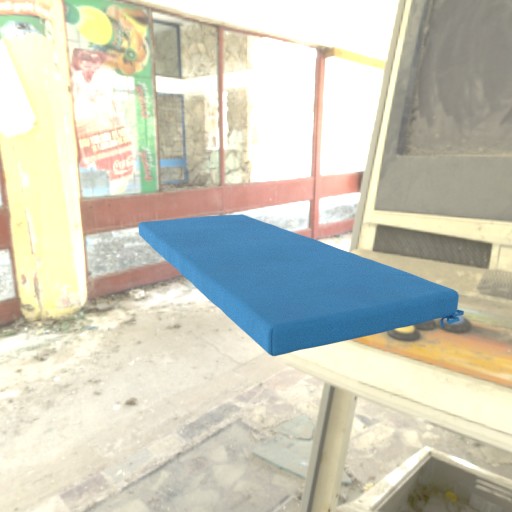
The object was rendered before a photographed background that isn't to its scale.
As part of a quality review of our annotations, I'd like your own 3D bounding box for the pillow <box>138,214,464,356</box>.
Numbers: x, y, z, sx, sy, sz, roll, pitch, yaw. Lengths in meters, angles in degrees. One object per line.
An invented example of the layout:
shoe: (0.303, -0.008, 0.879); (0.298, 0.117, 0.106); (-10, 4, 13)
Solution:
pillow: (0.000, 0.000, 1.352); (0.492, 0.081, 1.187); (-7, 16, -25)
